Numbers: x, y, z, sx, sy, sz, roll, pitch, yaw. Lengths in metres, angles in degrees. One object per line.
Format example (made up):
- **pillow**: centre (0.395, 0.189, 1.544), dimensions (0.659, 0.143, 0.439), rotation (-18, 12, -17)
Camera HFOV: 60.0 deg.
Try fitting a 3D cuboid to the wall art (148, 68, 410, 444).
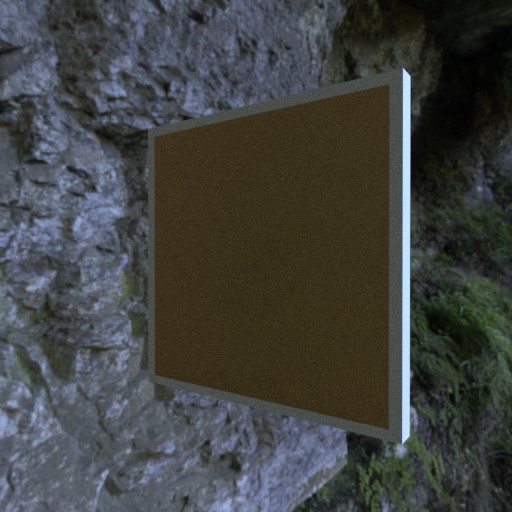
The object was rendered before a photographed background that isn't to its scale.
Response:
- **wall art**: centre (0.000, 0.000, 0.458), dimensions (0.307, 0.307, 0.020), rotation (0, 0, 35)
